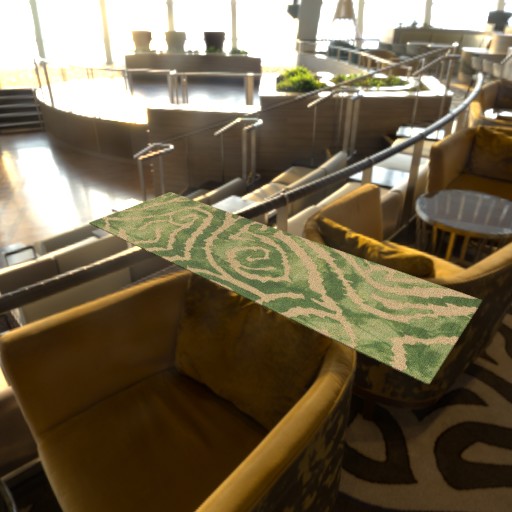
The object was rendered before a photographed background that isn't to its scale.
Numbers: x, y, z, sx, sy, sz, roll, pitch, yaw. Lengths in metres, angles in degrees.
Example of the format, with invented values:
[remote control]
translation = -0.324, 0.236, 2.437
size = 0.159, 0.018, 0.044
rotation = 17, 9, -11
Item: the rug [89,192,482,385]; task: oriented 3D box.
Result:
[rug]
translation = 0.000, 0.000, 2.732
size = 2.438, 0.006, 0.761
rotation = 22, 36, 33
